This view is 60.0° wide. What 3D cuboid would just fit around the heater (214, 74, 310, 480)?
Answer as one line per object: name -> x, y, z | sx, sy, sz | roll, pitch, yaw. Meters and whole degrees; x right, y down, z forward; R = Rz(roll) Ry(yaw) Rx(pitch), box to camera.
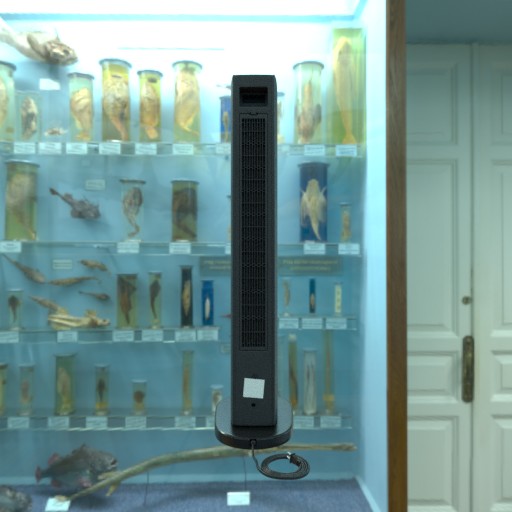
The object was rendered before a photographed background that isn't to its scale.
heater -> 0.000, 0.000, 1.056 | 0.214, 0.856, 0.458 | 0, 0, 1
